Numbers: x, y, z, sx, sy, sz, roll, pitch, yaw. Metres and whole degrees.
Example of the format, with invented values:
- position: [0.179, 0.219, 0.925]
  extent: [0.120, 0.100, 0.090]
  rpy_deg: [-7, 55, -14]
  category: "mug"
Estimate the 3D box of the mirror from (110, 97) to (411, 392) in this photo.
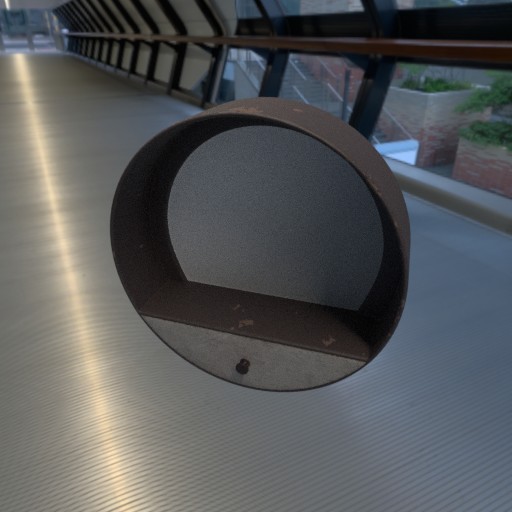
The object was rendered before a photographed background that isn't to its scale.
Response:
- position: [0.000, 0.000, 0.589]
  extent: [0.386, 0.386, 0.126]
  rpy_deg: [9, 29, 16]
  category: "mirror"
